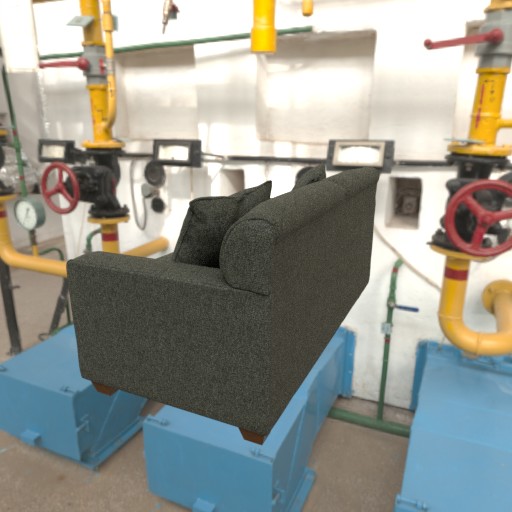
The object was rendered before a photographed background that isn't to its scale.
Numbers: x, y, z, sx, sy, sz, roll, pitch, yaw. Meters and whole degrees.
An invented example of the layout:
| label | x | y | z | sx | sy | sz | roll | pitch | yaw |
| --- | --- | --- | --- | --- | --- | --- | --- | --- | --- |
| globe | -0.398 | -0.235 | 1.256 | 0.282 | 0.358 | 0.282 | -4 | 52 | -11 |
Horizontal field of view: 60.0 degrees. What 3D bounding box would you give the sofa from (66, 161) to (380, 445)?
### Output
| label | x | y | z | sx | sy | sz | roll | pitch | yaw |
| --- | --- | --- | --- | --- | --- | --- | --- | --- | --- |
| sofa | 0.000 | 0.000 | 2.512 | 0.998 | 0.958 | 1.846 | 8 | 18 | 24 |
